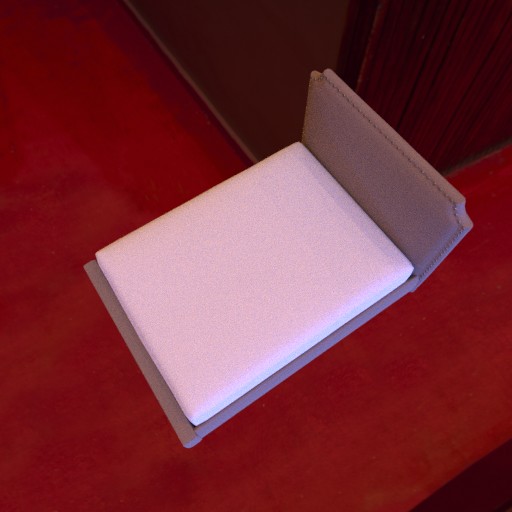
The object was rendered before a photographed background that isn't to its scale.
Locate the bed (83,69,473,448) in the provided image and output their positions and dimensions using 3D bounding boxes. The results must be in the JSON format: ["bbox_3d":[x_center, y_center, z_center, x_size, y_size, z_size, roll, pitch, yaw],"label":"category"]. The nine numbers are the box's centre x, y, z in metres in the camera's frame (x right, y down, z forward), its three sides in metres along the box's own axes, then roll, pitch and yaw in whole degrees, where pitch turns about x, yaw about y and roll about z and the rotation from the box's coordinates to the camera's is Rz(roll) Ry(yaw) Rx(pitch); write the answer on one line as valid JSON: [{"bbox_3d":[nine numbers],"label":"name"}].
[{"bbox_3d":[0.000,0.000,3.461,2.372,1.443,1.713,-31,68,-14],"label":"bed"}]
